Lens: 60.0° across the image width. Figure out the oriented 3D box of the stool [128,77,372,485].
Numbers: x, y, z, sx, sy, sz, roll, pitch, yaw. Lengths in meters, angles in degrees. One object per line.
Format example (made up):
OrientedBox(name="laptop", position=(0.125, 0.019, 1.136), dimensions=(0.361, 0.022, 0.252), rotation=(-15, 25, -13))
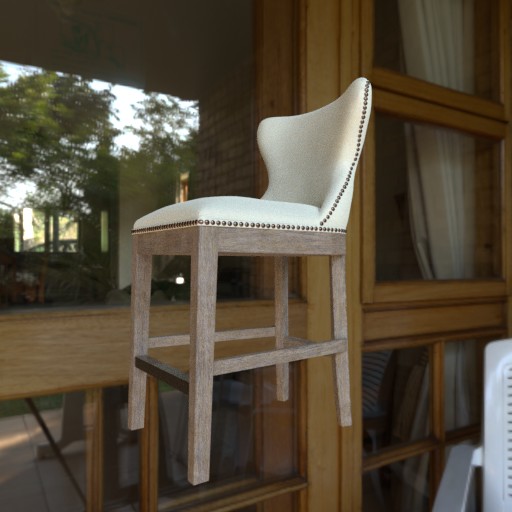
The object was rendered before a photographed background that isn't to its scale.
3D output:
OrientedBox(name="stool", position=(0.000, 0.000, 1.277), dimensions=(0.608, 0.981, 0.498), rotation=(0, -1, -36))
